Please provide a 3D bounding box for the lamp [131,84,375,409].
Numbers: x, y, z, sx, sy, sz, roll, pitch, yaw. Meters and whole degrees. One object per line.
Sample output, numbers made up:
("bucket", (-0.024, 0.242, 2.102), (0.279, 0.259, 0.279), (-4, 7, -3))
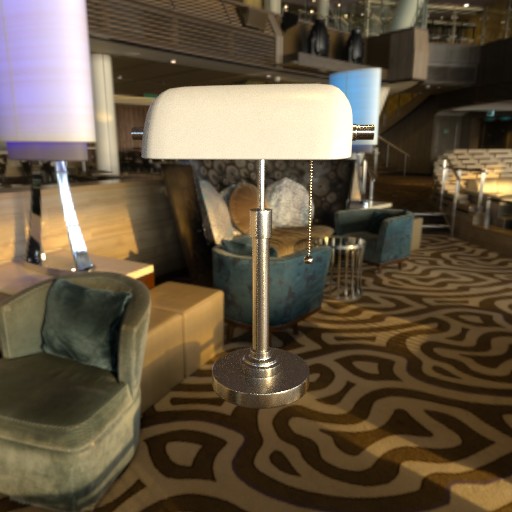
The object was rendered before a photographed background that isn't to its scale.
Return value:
("lamp", (0.000, 0.000, 0.572), (0.269, 0.404, 0.227), (2, 14, 9))
